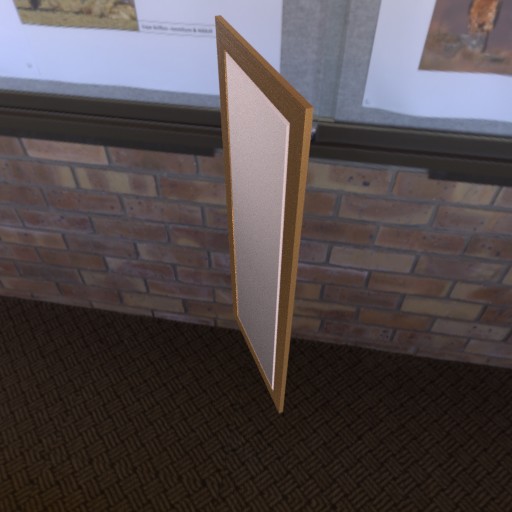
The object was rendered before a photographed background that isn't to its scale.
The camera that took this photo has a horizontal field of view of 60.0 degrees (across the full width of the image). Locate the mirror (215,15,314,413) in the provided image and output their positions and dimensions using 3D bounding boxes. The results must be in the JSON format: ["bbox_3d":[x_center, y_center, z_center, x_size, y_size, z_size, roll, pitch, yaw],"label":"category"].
[{"bbox_3d":[0.000,0.000,2.269,0.025,2.031,0.812,-17,49,-15],"label":"mirror"}]
